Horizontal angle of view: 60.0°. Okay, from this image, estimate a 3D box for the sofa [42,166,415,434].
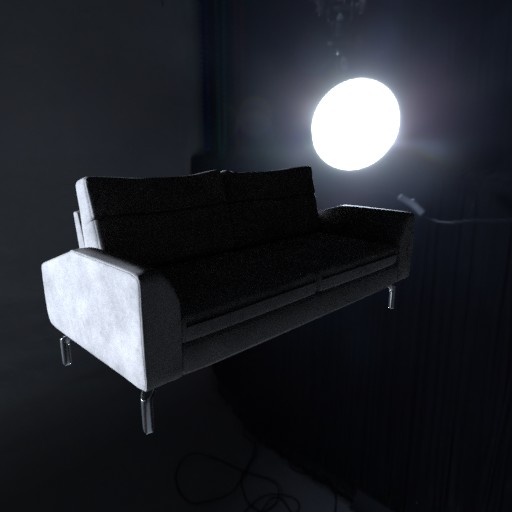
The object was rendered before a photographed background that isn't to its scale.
[{"bbox_3d":[0.000,0.000,2.292,1.837,0.859,0.849,-14,20,-43],"label":"sofa"}]
